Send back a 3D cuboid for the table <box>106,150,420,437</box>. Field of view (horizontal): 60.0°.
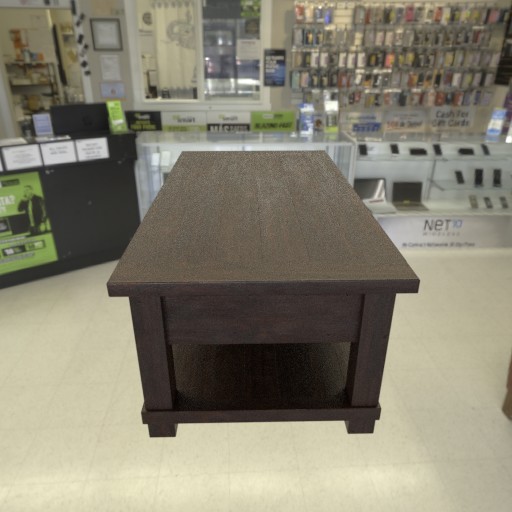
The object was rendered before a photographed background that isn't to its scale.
[{"bbox_3d":[0.000,0.000,1.631,0.700,0.494,1.270,-1,26,-1],"label":"table"}]
